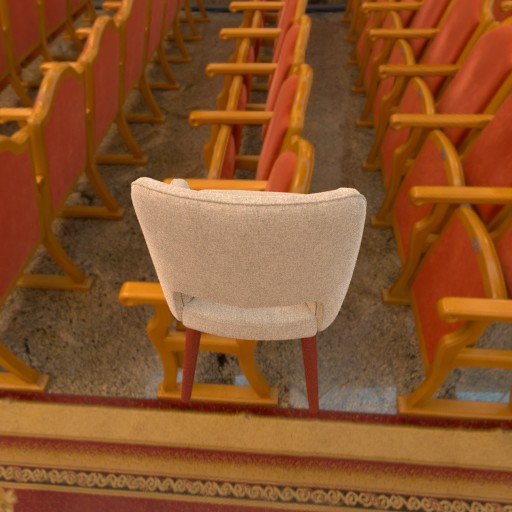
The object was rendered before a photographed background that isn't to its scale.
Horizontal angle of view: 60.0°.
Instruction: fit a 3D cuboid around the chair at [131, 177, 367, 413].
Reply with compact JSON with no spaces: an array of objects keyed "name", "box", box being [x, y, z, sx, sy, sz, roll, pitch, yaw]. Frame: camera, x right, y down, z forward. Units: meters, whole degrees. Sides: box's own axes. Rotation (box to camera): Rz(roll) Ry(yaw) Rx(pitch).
[{"name":"chair","box":[0.000,0.000,1.261,0.548,0.849,0.605,4,46,4]}]
